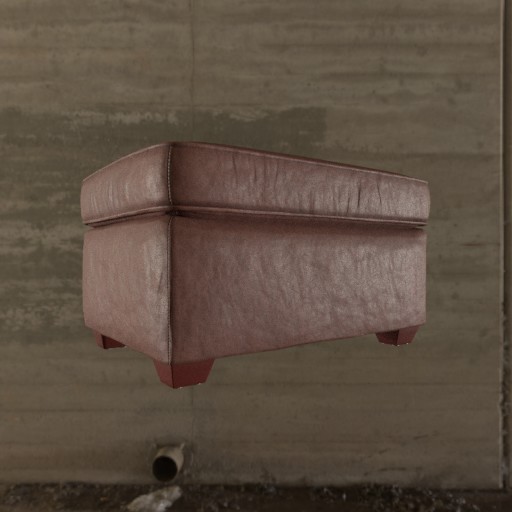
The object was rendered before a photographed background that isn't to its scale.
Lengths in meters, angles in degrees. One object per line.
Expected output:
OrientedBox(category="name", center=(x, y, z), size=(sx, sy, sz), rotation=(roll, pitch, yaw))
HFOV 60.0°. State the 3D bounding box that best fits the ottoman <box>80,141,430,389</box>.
OrientedBox(category="ottoman", center=(0.000, 0.000, 1.116), size=(0.749, 0.449, 0.548), rotation=(0, 0, -36))
